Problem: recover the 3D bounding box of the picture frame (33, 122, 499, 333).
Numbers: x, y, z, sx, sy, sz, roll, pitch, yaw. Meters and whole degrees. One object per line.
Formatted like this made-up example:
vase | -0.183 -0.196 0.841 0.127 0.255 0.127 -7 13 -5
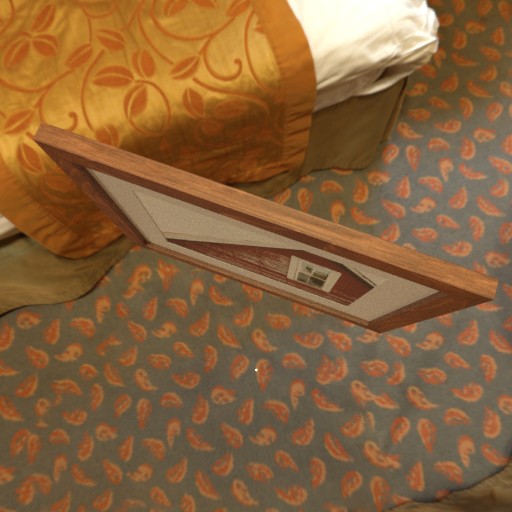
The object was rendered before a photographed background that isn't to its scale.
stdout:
picture frame | 0.000 0.000 0.728 0.559 0.457 0.025 20 76 5
